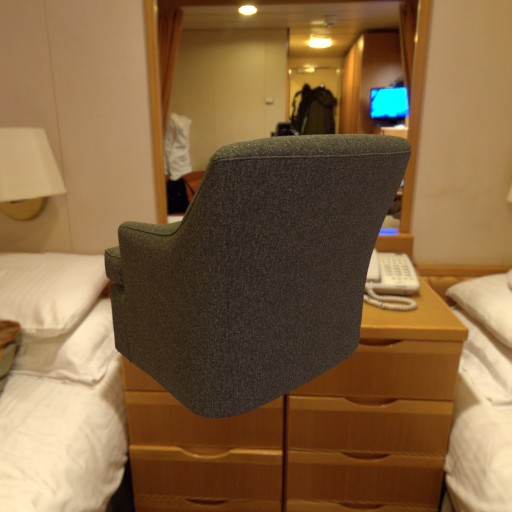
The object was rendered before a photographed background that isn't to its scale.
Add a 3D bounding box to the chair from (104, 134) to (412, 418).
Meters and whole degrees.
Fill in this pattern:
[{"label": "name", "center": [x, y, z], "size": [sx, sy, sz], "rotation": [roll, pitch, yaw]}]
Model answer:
[{"label": "chair", "center": [0.000, 0.000, 1.615], "size": [0.864, 0.856, 0.923], "rotation": [-14, 20, -41]}]
